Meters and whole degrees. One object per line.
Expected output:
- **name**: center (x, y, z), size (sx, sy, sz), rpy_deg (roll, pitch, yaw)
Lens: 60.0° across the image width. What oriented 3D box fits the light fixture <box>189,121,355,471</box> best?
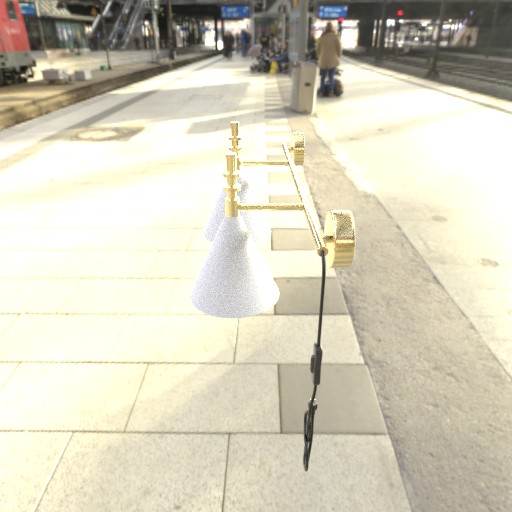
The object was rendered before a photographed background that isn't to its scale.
- **light fixture**: center (0.000, 0.000, 0.885), size (0.239, 0.468, 0.642), rpy_deg (-1, 26, -1)
